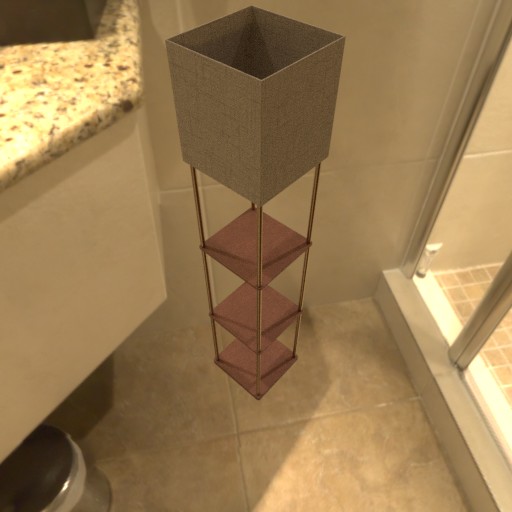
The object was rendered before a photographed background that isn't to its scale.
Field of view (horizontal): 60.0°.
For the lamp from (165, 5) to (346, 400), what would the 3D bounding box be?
[{"bbox_3d":[0.000,0.000,1.649,0.310,1.569,0.308,34,56,27],"label":"lamp"}]
